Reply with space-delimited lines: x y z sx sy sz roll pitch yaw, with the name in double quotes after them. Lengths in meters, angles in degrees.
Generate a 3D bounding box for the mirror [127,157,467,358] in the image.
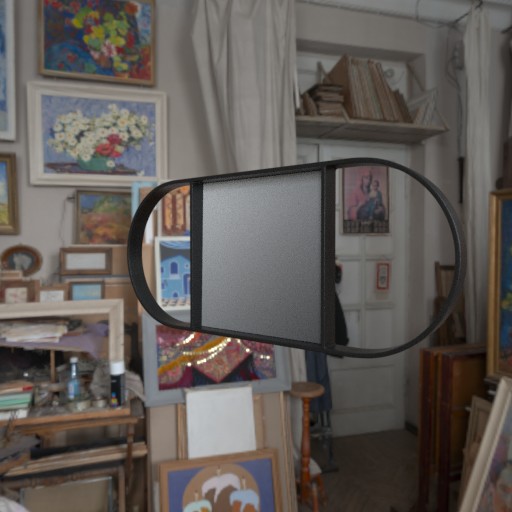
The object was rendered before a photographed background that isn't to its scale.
0.000 0.000 0.672 0.584 0.254 0.032 1 2 37 "mirror"
